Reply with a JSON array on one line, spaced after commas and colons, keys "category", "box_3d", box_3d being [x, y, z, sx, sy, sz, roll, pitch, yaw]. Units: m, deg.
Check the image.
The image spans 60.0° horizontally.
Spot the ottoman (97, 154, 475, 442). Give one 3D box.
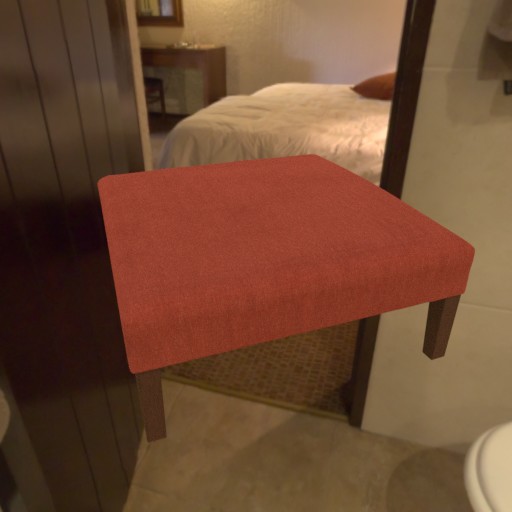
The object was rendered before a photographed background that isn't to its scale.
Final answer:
[{"category": "ottoman", "box_3d": [0.000, 0.000, 1.440, 0.889, 0.411, 0.890, -10, 31, -18]}]
